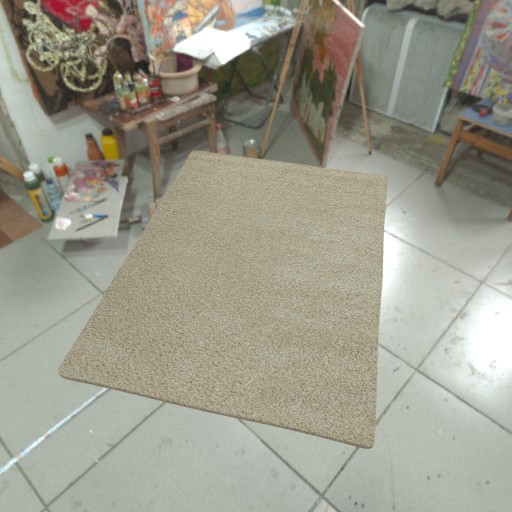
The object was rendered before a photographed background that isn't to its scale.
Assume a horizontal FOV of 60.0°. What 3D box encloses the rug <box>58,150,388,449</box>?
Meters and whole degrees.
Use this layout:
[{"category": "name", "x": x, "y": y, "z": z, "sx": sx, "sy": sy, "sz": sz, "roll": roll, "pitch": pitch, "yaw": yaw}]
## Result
[{"category": "rug", "x": 0.000, "y": 0.000, "z": 2.140, "sx": 1.199, "sy": 0.025, "sz": 1.600, "roll": 10, "pitch": 47, "yaw": 9}]
